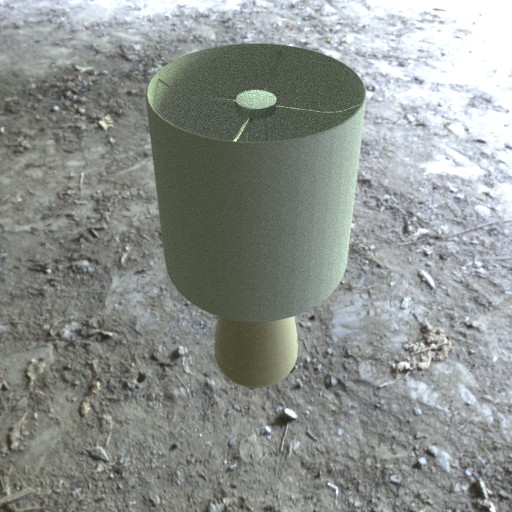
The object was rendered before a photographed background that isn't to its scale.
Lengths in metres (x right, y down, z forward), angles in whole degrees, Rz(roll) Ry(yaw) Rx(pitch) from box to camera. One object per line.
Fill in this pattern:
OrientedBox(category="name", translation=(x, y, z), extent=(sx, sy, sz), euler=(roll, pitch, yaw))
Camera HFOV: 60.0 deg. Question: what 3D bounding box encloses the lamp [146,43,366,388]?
OrientedBox(category="lamp", translation=(0.000, 0.000, 0.466), extent=(0.186, 0.369, 0.186), euler=(0, 46, 0))
